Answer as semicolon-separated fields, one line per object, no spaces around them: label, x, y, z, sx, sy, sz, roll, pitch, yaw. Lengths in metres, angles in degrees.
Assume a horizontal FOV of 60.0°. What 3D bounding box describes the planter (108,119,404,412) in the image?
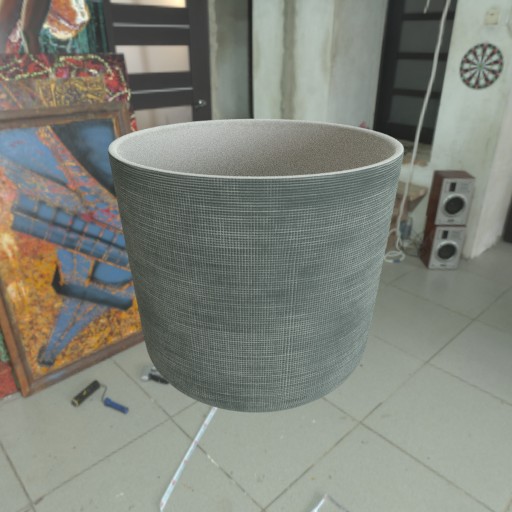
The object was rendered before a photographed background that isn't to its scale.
planter;0.000;0.000;0.772;0.440;0.398;0.440;0;25;0
